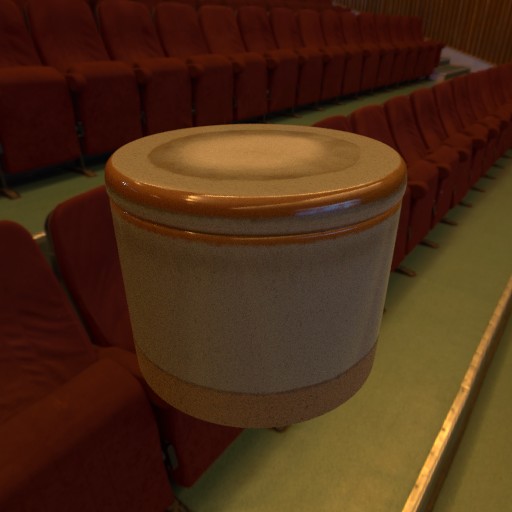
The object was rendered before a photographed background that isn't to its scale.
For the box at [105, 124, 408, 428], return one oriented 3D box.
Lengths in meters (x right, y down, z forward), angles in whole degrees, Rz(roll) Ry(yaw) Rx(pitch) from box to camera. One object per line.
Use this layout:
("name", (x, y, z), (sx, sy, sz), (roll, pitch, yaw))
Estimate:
("box", (0.000, 0.000, 0.208), (0.123, 0.100, 0.123), (0, 27, 0))
